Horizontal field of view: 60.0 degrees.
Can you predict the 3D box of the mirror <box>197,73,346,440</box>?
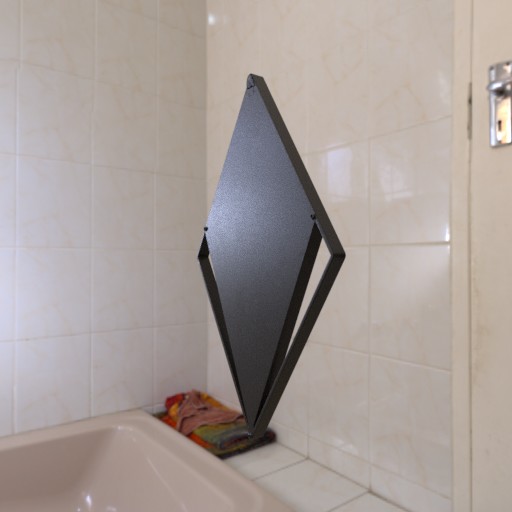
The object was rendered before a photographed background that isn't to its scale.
[{"bbox_3d":[0.000,0.000,0.828,0.032,0.679,0.419,0,-1,-36],"label":"mirror"}]
